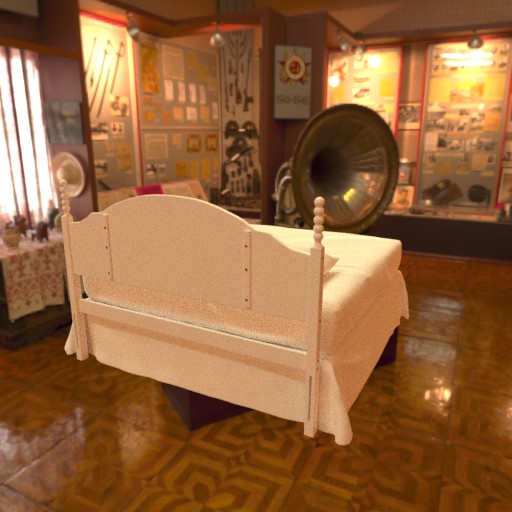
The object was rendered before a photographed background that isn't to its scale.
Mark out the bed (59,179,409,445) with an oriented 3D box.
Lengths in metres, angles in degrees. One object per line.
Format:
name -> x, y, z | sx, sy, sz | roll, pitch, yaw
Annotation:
bed -> 0.000, 0.000, 3.694 | 2.322, 1.355, 2.219 | 8, 17, 27
